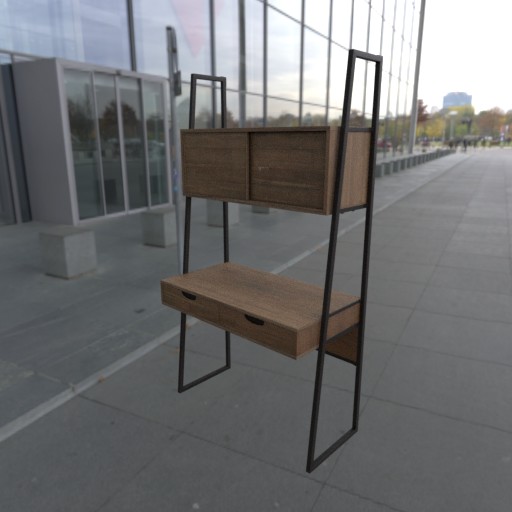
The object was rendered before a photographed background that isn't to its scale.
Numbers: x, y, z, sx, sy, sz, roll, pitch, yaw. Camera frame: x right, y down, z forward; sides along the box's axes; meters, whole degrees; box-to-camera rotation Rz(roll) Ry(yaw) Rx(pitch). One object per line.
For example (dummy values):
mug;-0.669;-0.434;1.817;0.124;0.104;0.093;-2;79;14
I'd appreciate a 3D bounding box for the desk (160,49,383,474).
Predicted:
desk;0.000;0.000;2.224;0.982;1.809;0.515;14;20;41
